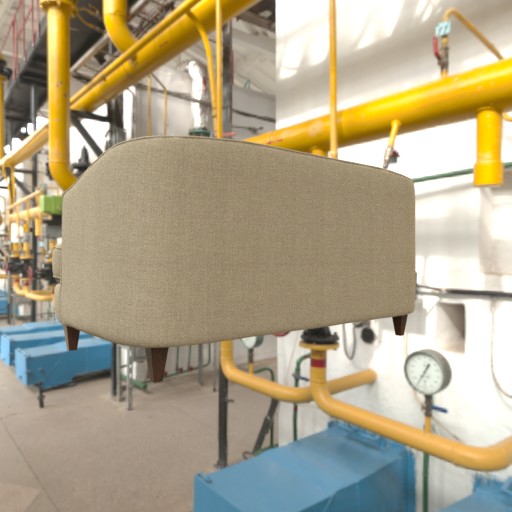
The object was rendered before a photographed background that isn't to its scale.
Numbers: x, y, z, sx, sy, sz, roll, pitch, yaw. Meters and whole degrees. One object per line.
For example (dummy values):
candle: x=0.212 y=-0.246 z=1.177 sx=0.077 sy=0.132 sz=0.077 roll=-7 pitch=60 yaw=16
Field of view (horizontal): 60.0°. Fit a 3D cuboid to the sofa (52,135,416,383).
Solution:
sofa: x=0.000 y=0.000 z=2.231 sx=1.733 sy=0.855 sz=0.941 roll=0 pitch=0 yaw=-38
